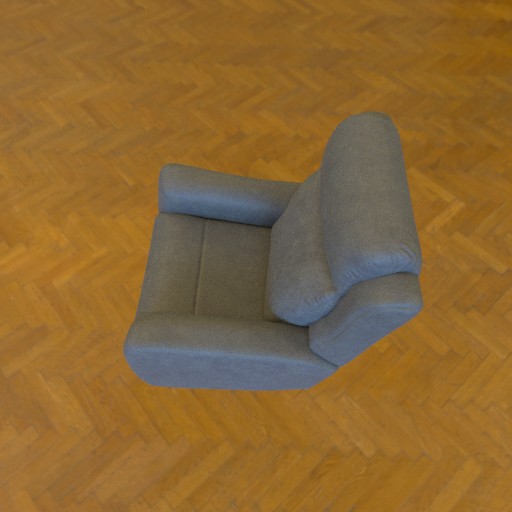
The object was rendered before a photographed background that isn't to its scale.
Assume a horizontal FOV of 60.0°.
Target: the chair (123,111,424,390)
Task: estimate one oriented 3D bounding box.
[{"bbox_3d":[0.000,0.000,1.936,1.068,1.116,0.967,2,59,1],"label":"chair"}]
